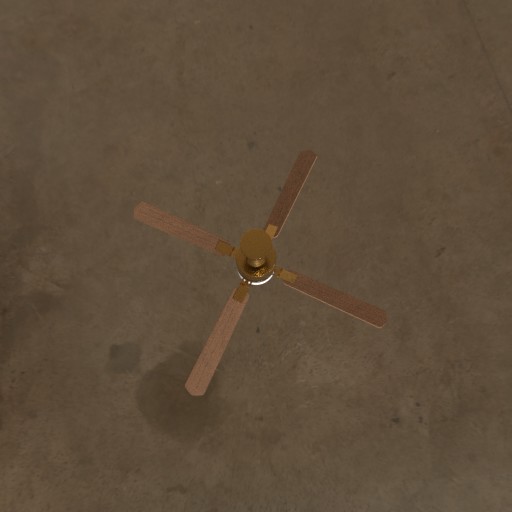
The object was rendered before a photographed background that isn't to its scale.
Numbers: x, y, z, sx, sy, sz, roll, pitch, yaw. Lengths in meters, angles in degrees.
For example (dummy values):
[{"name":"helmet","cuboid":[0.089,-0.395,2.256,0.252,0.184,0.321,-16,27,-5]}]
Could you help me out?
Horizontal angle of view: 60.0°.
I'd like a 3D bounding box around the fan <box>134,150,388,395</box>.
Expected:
[{"name":"fan","cuboid":[0.000,0.000,2.000,1.320,0.355,1.320,24,75,7]}]
